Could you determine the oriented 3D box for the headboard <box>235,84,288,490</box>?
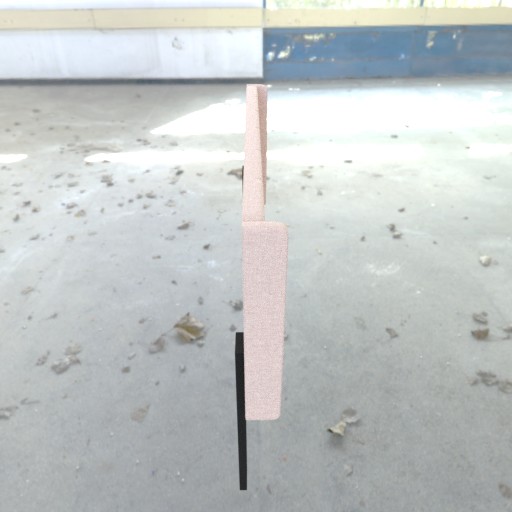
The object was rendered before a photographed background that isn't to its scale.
[{"bbox_3d":[0.000,0.000,2.629,0.184,1.524,2.051,0,33,-1],"label":"headboard"}]
